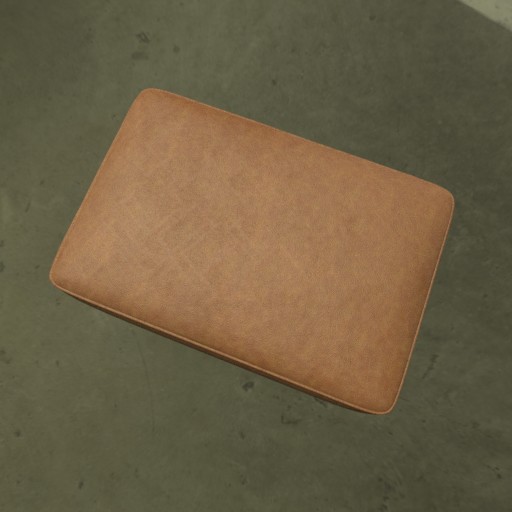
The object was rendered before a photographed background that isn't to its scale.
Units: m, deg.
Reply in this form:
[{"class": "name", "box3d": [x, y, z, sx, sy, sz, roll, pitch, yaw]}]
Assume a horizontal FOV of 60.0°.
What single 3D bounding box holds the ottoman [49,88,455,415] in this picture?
[{"class": "ottoman", "box3d": [0.000, 0.000, 1.232, 0.864, 0.483, 0.584, 21, 77, 5]}]
